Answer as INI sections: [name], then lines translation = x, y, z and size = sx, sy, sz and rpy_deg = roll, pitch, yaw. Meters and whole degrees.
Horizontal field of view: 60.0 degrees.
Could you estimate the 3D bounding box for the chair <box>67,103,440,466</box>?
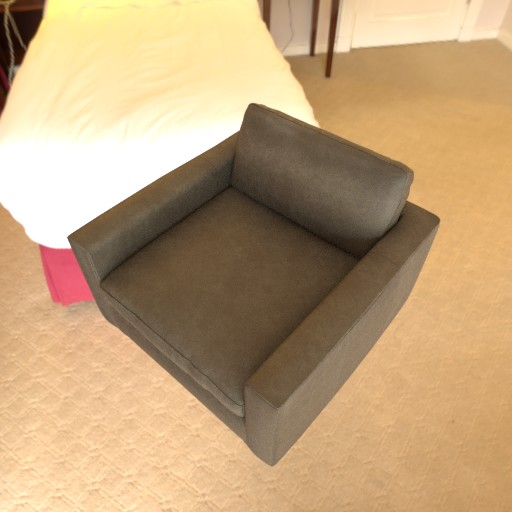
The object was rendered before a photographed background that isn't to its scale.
[chair]
translation = 0.000, 0.000, 1.856
size = 1.106, 0.807, 1.080
rpy_deg = 33, 56, 26
